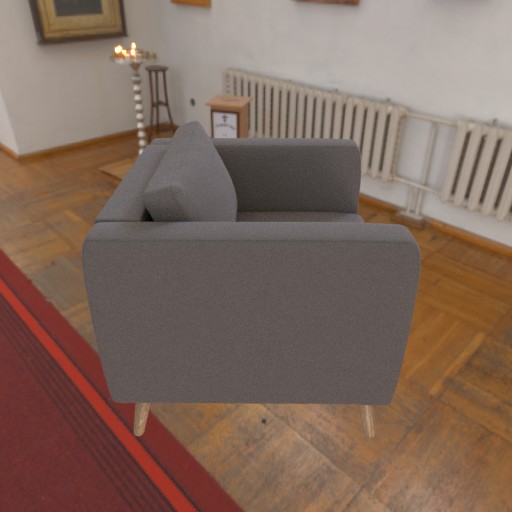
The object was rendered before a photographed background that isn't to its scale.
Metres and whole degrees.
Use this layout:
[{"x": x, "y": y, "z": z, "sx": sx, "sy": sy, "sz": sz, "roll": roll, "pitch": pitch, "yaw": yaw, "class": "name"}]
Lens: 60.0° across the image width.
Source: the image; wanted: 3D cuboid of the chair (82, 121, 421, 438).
[{"x": 0.000, "y": 0.000, "z": 1.697, "sx": 0.930, "sy": 0.860, "sz": 1.000, "roll": 0, "pitch": 31, "yaw": 0, "class": "chair"}]
